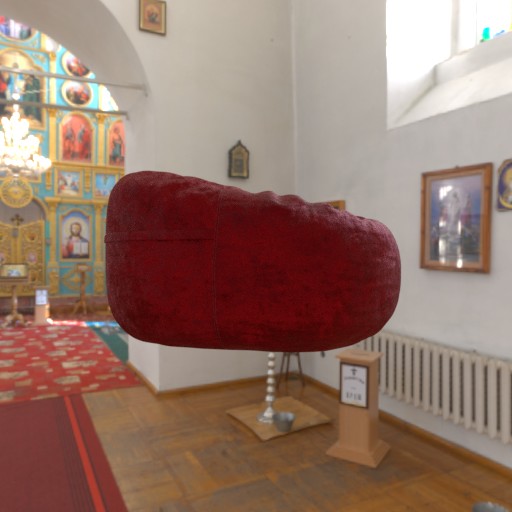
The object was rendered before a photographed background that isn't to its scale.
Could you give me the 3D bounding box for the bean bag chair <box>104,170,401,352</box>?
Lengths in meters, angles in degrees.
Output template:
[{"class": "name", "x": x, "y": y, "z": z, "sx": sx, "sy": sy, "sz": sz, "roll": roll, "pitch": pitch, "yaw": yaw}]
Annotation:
[{"class": "bean bag chair", "x": 0.000, "y": 0.000, "z": 2.449, "sx": 1.524, "sy": 0.878, "sz": 1.524, "roll": 0, "pitch": 0, "yaw": 17}]
